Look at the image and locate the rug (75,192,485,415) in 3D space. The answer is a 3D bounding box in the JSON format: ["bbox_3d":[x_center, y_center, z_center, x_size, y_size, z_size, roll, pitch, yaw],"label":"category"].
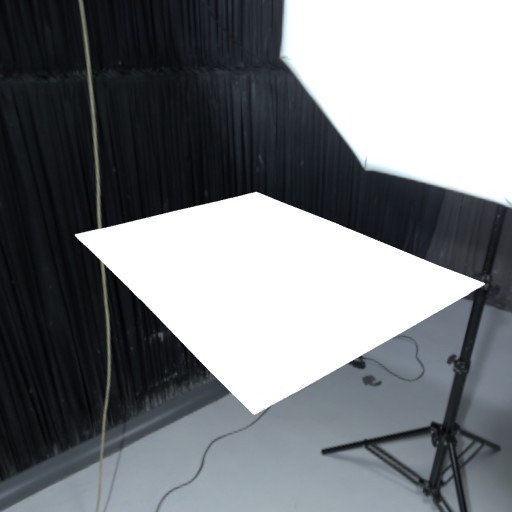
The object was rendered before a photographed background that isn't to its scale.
[{"bbox_3d":[0.000,0.000,4.986,2.873,0.053,3.778,-18,31,-33],"label":"rug"}]
